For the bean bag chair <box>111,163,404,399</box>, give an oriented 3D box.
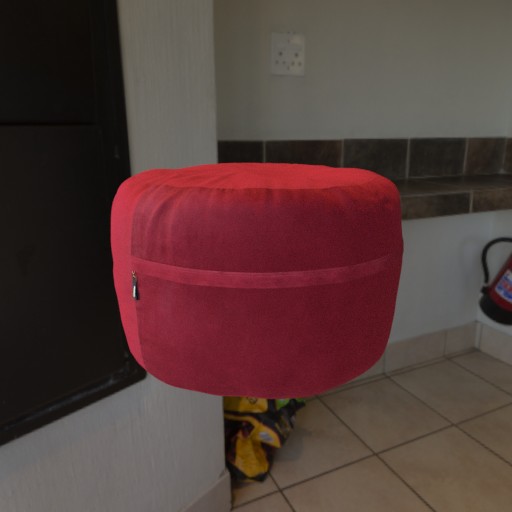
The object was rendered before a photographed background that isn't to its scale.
[{"bbox_3d":[0.000,0.000,1.956,1.219,0.762,1.219,0,16,0],"label":"bean bag chair"}]
